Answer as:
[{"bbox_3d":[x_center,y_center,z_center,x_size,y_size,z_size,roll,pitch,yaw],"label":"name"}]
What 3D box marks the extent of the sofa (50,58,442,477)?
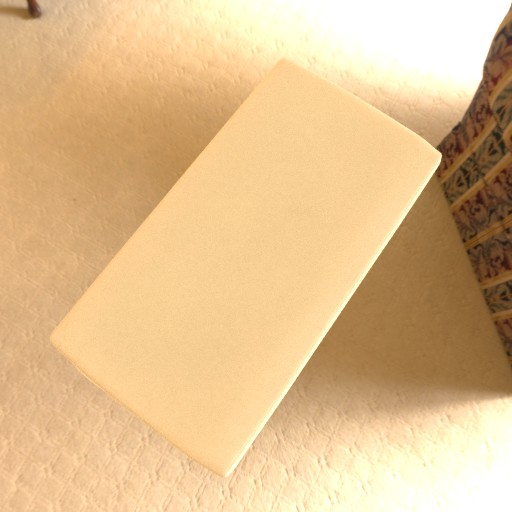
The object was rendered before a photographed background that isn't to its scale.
[{"bbox_3d":[0.000,0.000,2.074,0.939,0.552,1.677,35,78,9],"label":"sofa"}]
